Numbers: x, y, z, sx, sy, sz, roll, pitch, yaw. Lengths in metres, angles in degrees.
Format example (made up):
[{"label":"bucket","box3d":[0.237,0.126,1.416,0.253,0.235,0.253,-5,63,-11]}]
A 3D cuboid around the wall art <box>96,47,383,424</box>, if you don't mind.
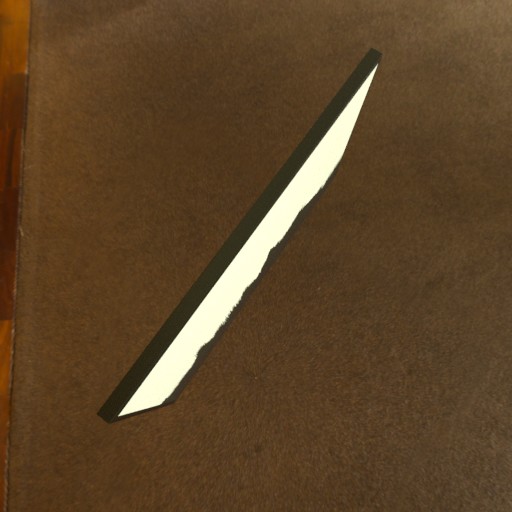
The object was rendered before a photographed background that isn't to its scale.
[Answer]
[{"label":"wall art","box3d":[0.000,0.000,0.832,0.022,0.446,0.659,34,77,9]}]
